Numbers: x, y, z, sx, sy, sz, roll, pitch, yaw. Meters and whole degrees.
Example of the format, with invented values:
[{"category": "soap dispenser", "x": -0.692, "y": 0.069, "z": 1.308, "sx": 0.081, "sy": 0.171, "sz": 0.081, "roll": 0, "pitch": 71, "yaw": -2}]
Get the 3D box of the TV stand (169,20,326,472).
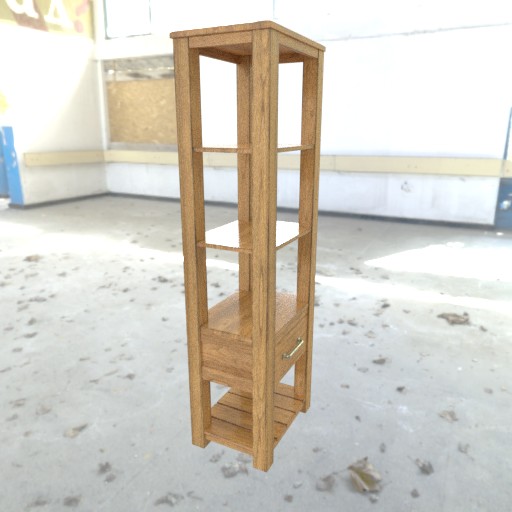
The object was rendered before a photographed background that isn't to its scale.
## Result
[{"category": "TV stand", "x": 0.000, "y": 0.000, "z": 2.049, "sx": 0.435, "sy": 1.828, "sz": 0.565, "roll": 8, "pitch": 18, "yaw": 26}]
